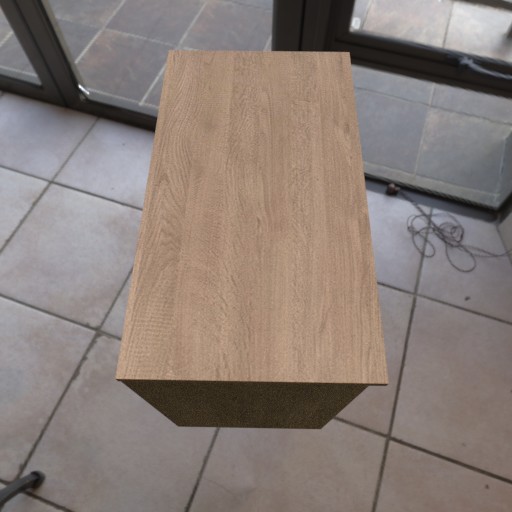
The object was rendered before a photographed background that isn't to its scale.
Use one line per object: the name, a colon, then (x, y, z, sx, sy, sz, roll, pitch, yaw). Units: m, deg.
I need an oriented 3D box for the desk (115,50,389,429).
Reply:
desk: (0.000, 0.000, 1.332, 0.498, 0.724, 0.893, 1, 62, 0)
